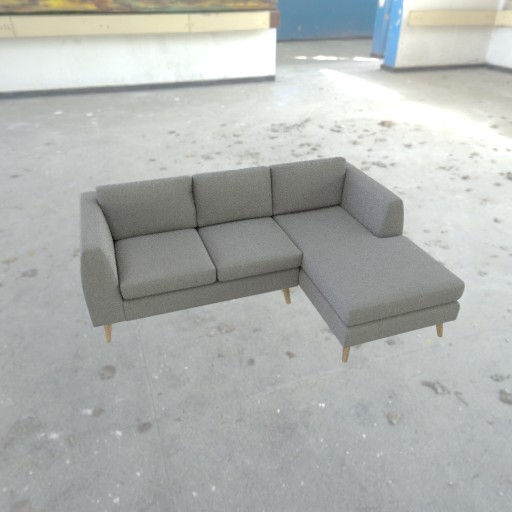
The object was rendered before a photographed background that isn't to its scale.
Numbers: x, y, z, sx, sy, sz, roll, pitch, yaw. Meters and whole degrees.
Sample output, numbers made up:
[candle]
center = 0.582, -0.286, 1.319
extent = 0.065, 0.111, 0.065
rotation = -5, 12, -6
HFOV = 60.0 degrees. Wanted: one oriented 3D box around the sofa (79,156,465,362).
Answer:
[sofa]
center = 0.000, 0.000, 3.115
extent = 2.300, 0.860, 1.580
rotation = -10, 33, -16
